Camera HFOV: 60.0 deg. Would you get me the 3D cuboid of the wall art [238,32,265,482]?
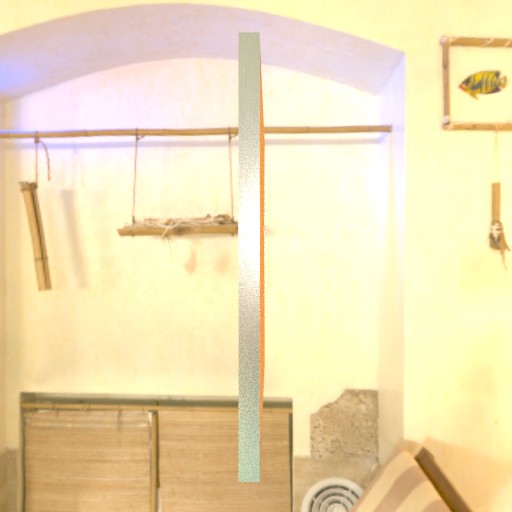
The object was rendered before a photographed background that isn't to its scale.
[{"bbox_3d":[0.000,0.000,1.198,0.038,0.806,0.806,0,1,2],"label":"wall art"}]
